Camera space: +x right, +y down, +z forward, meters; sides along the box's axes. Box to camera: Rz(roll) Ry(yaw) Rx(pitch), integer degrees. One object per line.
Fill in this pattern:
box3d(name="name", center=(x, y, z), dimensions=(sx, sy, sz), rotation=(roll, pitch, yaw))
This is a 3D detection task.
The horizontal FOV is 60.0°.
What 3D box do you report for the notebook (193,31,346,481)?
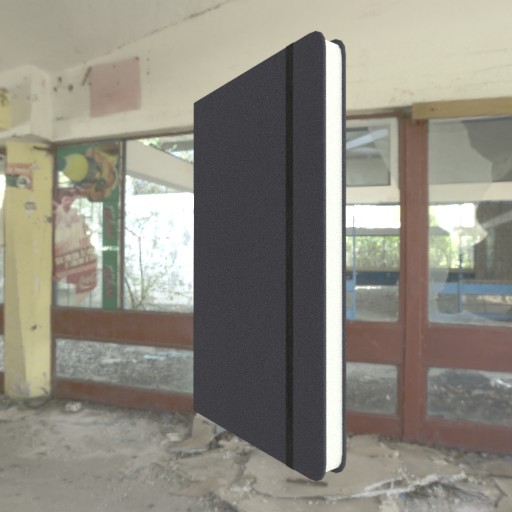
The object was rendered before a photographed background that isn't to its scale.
box3d(name="notebook", center=(0.000, 0.000, 0.259), dimensions=(0.016, 0.213, 0.127), rotation=(0, 0, -36))
